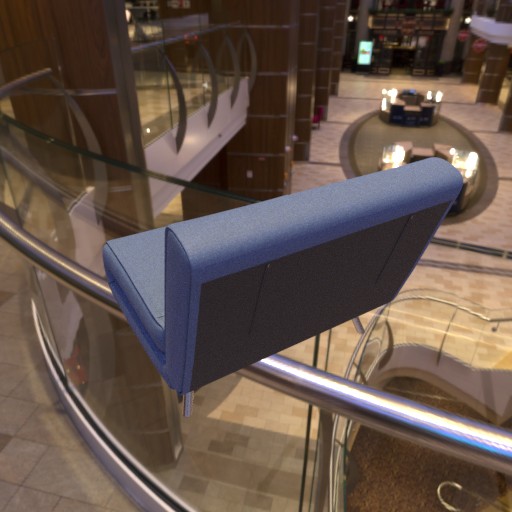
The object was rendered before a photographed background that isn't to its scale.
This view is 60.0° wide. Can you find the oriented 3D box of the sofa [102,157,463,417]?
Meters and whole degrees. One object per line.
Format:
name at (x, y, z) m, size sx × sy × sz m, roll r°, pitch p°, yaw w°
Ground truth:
sofa at (0.000, 0.000, 1.762) m, size 0.999 × 0.860 × 0.996 m, roll -18°, pitch 35°, yaw -27°
